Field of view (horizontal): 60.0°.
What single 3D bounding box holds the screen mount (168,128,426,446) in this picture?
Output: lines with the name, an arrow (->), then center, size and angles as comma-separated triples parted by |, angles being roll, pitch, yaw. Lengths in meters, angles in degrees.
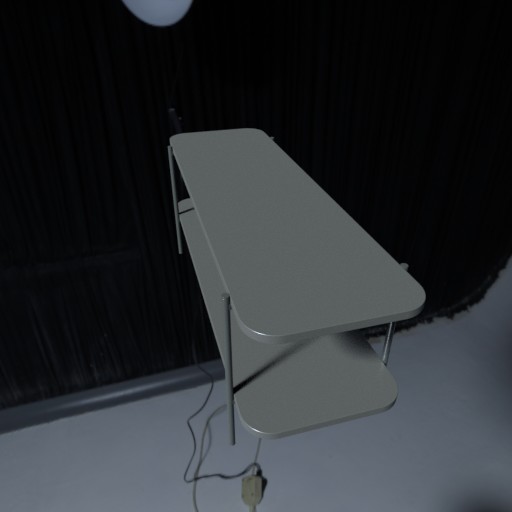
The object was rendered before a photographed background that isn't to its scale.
screen mount -> 0.000, 0.000, 1.381 | 0.400, 0.447, 1.200 | -9, 33, -13
